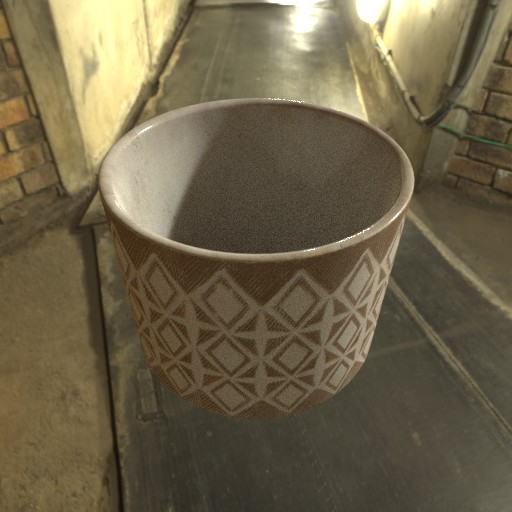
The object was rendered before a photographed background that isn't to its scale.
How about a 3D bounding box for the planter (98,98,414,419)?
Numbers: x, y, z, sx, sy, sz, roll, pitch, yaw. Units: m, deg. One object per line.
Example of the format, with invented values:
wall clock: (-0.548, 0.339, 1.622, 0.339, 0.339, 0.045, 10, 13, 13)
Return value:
planter: (0.000, 0.000, 0.333, 0.193, 0.165, 0.193, 0, 41, 0)
